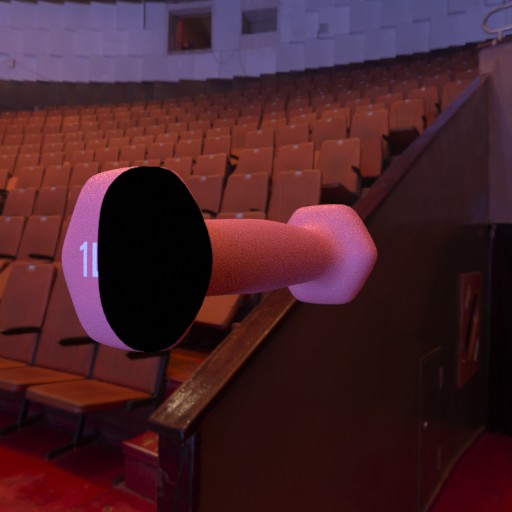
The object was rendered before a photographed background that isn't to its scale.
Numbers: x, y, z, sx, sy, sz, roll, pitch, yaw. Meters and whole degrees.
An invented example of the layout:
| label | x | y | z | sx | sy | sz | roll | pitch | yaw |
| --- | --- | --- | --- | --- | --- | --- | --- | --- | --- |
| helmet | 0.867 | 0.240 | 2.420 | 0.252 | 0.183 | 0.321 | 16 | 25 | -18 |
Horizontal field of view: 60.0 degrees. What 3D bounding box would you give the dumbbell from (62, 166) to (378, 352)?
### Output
| label | x | y | z | sx | sy | sz | roll | pitch | yaw |
| --- | --- | --- | --- | --- | --- | --- | --- | --- | --- |
| dumbbell | 0.000 | 0.000 | 0.150 | 0.047 | 0.043 | 0.123 | 1 | 1 | 34 |
